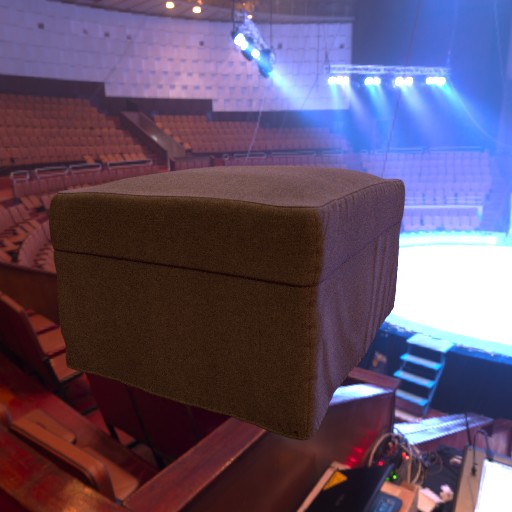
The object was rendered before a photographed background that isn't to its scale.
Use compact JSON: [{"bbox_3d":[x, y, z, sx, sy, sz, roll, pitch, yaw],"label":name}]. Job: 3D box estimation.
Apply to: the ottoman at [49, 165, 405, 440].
[{"bbox_3d":[0.000,0.000,1.235,0.652,0.492,0.833,7,15,27],"label":"ottoman"}]
